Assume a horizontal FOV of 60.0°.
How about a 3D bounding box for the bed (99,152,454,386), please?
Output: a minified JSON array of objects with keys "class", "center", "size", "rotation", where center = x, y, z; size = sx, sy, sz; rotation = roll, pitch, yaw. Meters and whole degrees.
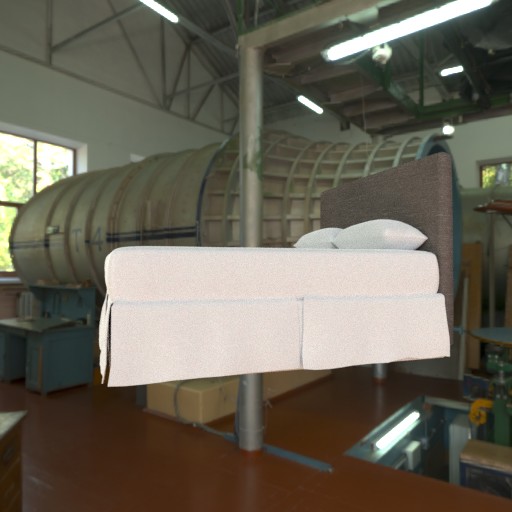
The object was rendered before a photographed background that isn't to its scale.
[{"class":"bed","center":[0.000,0.000,3.218],"size":[2.142,1.330,1.723],"rotation":[0,-1,-19]}]
